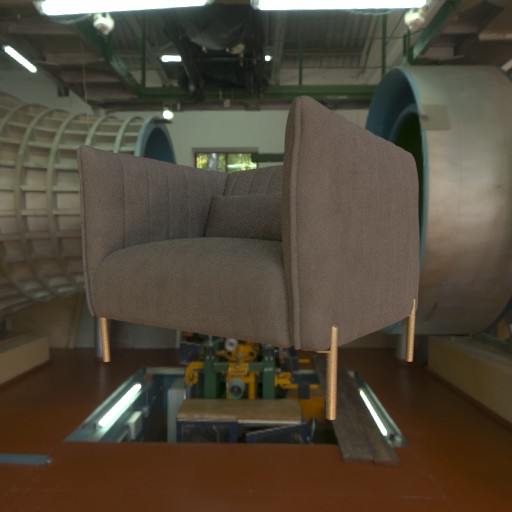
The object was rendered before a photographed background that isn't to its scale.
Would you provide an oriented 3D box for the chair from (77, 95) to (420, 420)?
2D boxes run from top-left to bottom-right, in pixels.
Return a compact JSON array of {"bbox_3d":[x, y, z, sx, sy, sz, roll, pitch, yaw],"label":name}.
[{"bbox_3d":[0.000,0.000,1.607,0.981,0.779,0.873,1,2,36],"label":"chair"}]
